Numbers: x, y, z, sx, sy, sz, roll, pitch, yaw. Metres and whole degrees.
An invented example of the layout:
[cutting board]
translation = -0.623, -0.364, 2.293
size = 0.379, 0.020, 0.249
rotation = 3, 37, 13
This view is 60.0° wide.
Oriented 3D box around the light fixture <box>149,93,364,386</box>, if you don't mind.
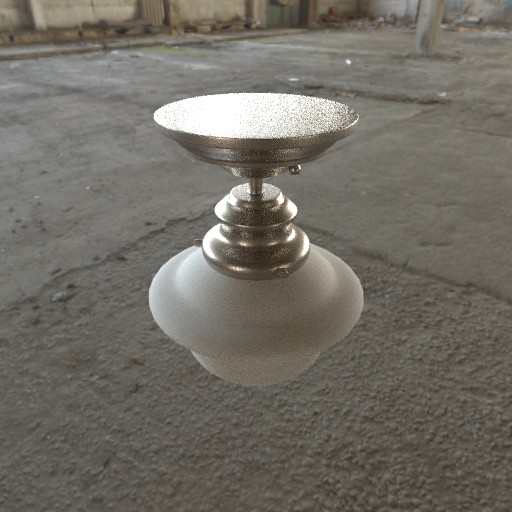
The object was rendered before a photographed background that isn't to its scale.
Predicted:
[light fixture]
translation = 0.000, 0.000, 0.400
size = 0.199, 0.254, 0.199
rotation = 0, 30, 0
